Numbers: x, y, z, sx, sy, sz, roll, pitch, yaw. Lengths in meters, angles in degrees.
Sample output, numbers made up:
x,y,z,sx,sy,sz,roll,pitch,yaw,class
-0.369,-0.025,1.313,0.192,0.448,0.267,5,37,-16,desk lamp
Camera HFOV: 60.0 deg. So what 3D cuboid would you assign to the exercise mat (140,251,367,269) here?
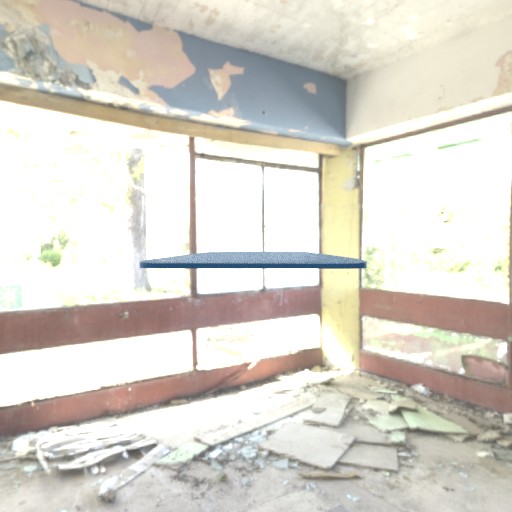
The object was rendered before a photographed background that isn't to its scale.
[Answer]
x,y,z,sx,sy,sz,roll,pitch,yaw,class
0.000,0.000,2.075,0.616,0.021,1.869,0,1,1,exercise mat
